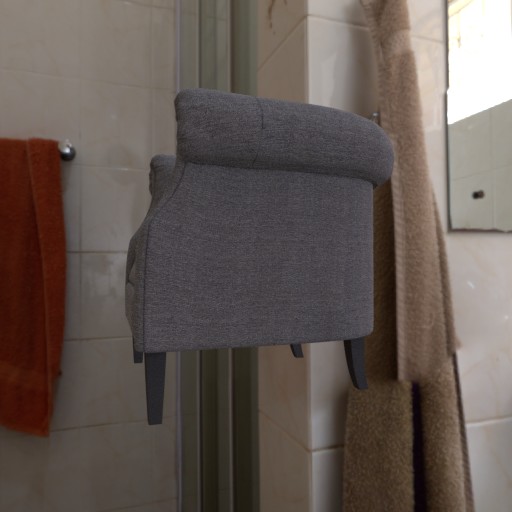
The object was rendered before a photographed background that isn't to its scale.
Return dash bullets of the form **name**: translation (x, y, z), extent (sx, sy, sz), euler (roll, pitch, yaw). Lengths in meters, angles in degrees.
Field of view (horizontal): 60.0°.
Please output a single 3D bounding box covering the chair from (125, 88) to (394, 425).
- **chair**: translation (0.000, 0.000, 1.530), extent (0.852, 0.827, 0.905), euler (0, -1, -18)
